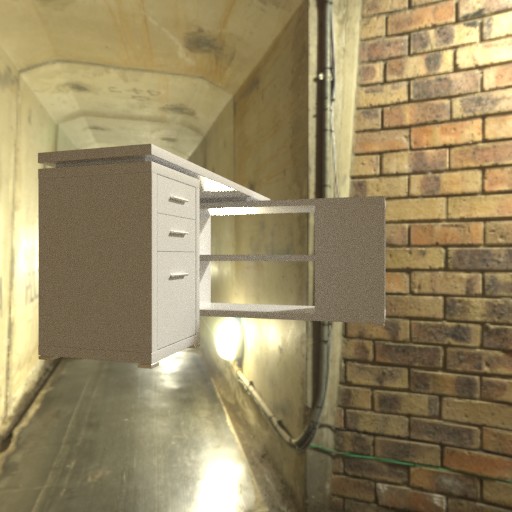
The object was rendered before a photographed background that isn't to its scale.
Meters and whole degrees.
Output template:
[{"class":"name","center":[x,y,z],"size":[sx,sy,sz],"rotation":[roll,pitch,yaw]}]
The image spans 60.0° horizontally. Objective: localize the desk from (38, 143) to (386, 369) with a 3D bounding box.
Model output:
[{"class":"desk","center":[0.000,0.000,2.170],"size":[1.200,0.753,1.524],"rotation":[0,0,17]}]
